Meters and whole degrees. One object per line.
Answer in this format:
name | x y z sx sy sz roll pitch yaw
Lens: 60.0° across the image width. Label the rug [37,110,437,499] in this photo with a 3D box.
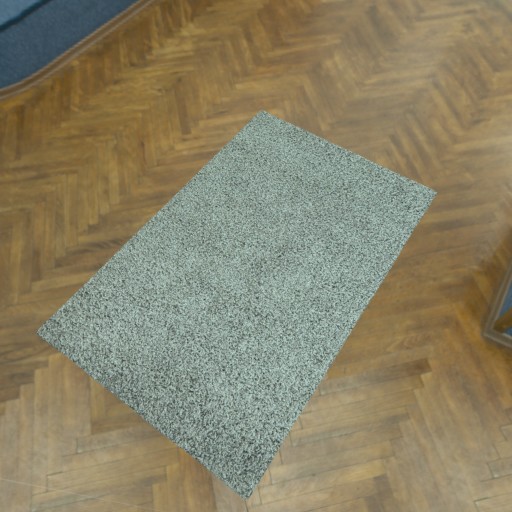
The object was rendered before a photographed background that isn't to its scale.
rug | 0.000 0.000 3.366 1.778 0.030 2.743 31 63 17
